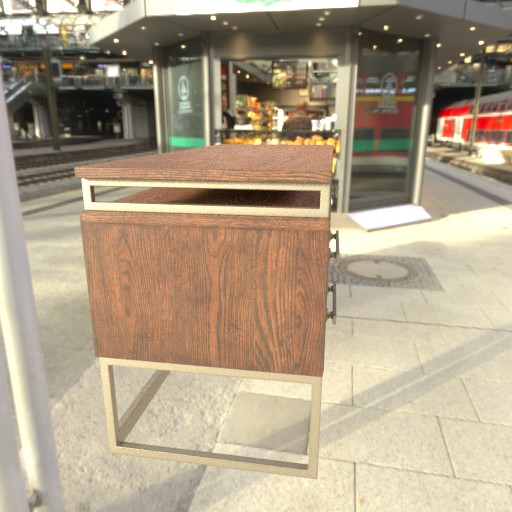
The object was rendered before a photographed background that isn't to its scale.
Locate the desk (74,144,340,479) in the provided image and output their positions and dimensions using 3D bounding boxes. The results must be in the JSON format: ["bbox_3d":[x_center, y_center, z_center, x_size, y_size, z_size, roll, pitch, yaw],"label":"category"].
[{"bbox_3d":[0.000,0.000,1.729,0.610,0.792,1.384,3,17,9],"label":"desk"}]
